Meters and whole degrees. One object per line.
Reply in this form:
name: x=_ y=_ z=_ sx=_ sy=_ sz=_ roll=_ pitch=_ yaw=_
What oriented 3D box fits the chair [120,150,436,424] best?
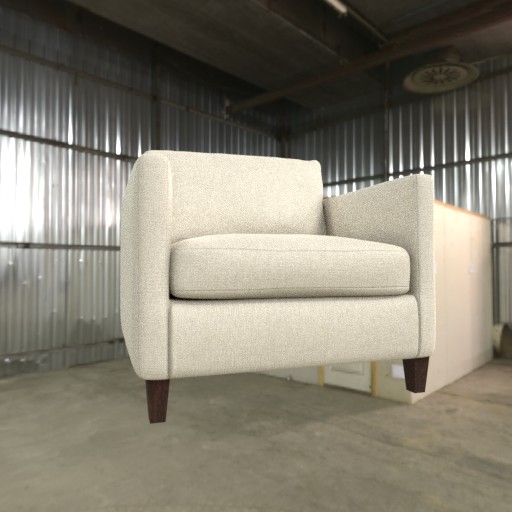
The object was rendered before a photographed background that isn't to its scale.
chair: x=0.000 y=0.000 z=1.741 sx=0.996 sy=0.919 sz=0.959 roll=0 pitch=-1 yaw=-19
